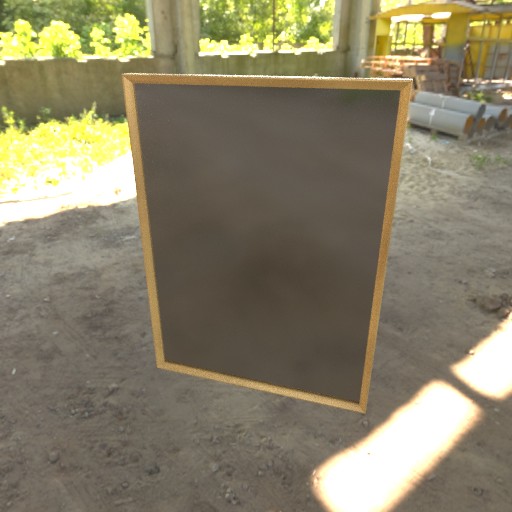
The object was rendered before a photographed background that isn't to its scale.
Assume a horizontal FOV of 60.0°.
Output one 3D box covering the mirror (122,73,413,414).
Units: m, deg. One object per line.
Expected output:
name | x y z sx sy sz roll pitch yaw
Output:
mirror | 0.000 0.000 1.349 0.762 1.016 0.041 8 27 16
